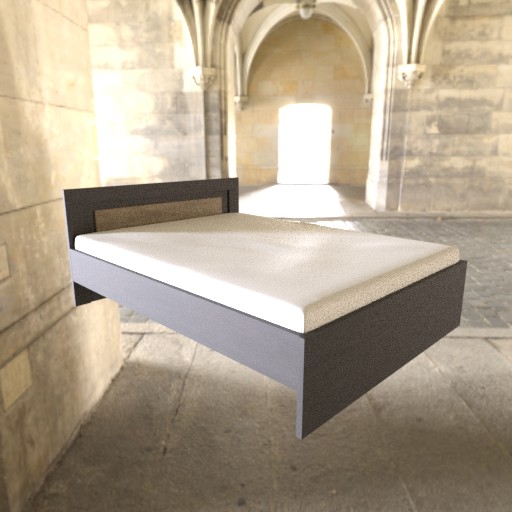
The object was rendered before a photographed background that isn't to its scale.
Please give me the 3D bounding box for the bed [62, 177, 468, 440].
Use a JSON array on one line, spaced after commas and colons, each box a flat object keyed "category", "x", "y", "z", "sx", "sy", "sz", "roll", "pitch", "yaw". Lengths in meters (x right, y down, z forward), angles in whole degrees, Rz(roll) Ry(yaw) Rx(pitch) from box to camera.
[{"category": "bed", "x": 0.000, "y": 0.000, "z": 2.876, "sx": 2.073, "sy": 0.823, "sz": 1.585, "roll": 14, "pitch": 20, "yaw": 43}]
